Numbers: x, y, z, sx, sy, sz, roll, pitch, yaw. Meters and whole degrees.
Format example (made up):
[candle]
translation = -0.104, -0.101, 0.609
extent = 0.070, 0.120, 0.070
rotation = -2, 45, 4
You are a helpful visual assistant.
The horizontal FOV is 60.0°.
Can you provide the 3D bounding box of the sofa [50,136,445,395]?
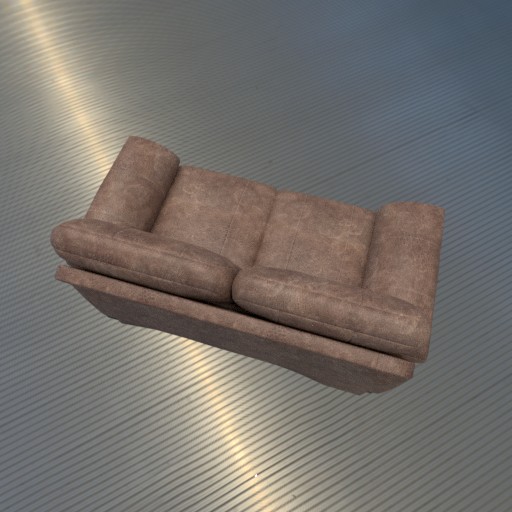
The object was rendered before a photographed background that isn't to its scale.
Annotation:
[sofa]
translation = 0.000, 0.000, 2.266
extent = 1.753, 0.991, 0.991
rotation = 15, 65, 7
